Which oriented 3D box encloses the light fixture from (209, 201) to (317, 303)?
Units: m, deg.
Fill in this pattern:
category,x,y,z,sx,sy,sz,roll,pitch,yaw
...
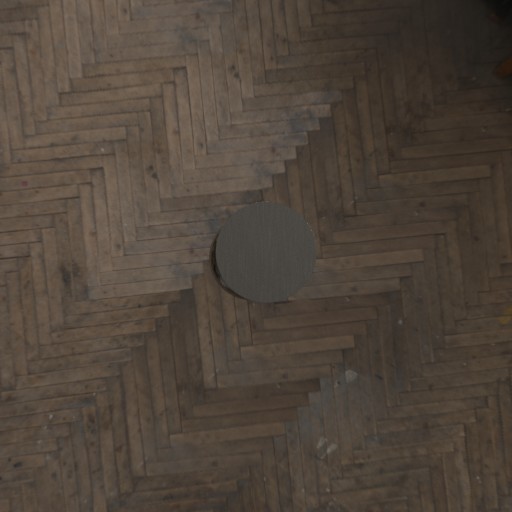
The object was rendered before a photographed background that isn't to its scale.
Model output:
category,x,y,z,sx,sy,sz,roll,pitch,yaw
light fixture,0.000,0.000,1.090,0.299,0.935,0.299,0,89,-2
